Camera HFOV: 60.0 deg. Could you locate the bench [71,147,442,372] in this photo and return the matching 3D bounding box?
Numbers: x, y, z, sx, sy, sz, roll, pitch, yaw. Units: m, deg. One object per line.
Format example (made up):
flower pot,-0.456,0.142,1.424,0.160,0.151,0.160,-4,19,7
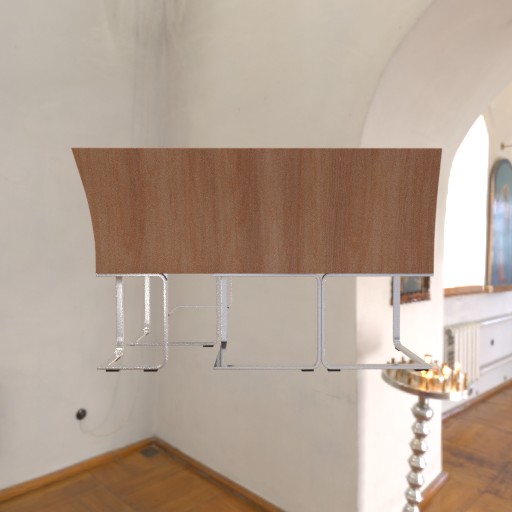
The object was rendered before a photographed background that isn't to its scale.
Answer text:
bench,0.000,0.000,2.769,1.495,0.930,1.945,0,2,0
